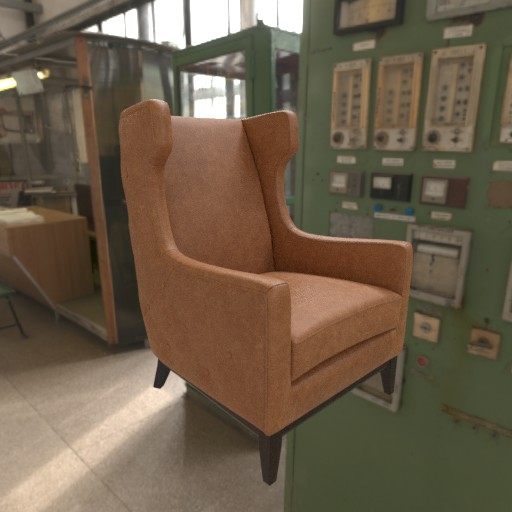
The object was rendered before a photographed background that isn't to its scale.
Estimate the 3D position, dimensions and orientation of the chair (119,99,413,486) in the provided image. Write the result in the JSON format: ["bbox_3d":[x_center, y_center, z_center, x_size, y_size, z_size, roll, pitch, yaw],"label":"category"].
[{"bbox_3d":[0.000,0.000,1.646,0.766,1.079,0.899,-13,19,-43],"label":"chair"}]
